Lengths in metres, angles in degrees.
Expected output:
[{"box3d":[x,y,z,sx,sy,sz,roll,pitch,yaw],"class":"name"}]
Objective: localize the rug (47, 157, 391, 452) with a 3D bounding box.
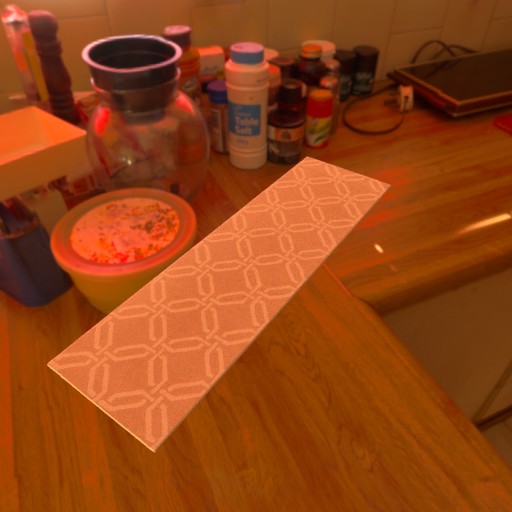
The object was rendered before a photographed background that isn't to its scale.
[{"box3d":[0.000,0.000,2.527,0.678,0.014,2.276,26,48,26],"class":"rug"}]
